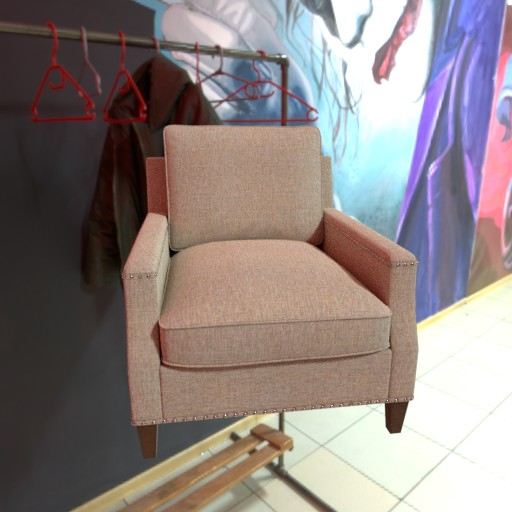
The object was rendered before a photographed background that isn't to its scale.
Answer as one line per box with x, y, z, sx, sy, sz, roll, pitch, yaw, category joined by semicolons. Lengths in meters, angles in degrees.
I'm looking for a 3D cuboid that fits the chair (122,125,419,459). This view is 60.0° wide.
0.000;0.000;1.657;0.853;0.943;1.014;-2;16;-8;chair
